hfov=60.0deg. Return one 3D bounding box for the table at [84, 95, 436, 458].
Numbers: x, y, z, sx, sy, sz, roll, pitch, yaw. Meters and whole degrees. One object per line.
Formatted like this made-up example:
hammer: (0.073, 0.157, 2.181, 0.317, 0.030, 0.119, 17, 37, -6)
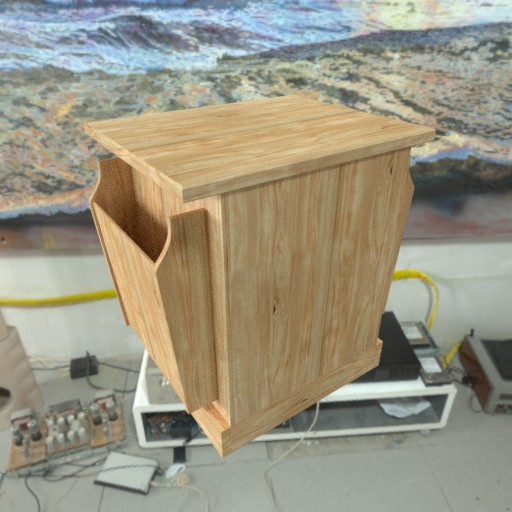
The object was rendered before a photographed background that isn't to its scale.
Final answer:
table: (0.000, 0.000, 0.886, 0.530, 0.515, 0.380, -19, 35, -30)
